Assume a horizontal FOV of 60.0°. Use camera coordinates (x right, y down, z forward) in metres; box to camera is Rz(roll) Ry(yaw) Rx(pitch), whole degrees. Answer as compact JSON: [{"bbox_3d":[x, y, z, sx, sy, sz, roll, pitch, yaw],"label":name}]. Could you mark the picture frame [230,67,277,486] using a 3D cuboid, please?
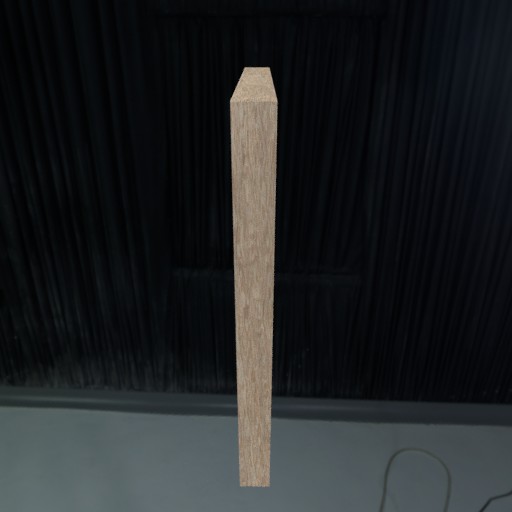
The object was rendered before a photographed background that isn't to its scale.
[{"bbox_3d":[0.000,0.000,0.707,0.043,0.526,0.424,0,27,0],"label":"picture frame"}]
